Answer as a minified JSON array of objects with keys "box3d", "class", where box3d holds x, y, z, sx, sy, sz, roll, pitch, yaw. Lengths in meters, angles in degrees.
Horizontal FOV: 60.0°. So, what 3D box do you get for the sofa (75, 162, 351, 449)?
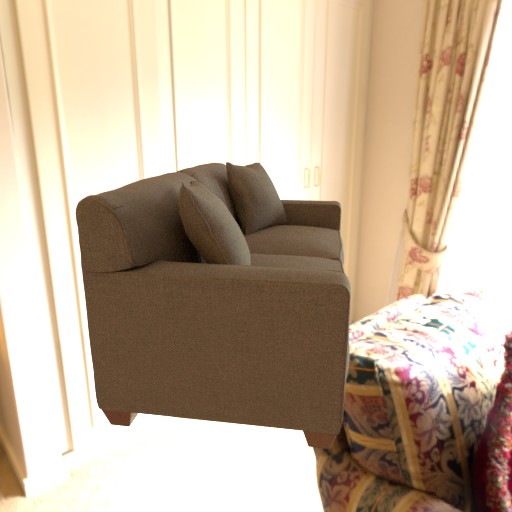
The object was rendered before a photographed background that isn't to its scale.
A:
[{"box3d":[0.000,0.000,2.422,1.000,0.958,1.846,3,16,9],"class":"sofa"}]
